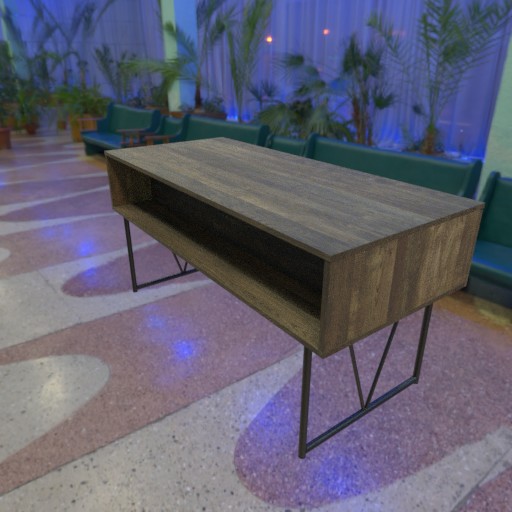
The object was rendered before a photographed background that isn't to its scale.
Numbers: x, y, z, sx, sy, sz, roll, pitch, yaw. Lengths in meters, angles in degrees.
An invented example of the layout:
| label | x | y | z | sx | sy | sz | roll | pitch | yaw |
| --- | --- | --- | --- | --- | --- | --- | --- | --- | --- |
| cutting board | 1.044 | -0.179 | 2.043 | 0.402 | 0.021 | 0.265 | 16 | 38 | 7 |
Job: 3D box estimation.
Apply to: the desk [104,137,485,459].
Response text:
| label | x | y | z | sx | sy | sz | roll | pitch | yaw |
| --- | --- | --- | --- | --- | --- | --- | --- | --- | --- |
| desk | 0.000 | 0.000 | 2.015 | 0.730 | 0.780 | 1.600 | -17 | 29 | -33 |
